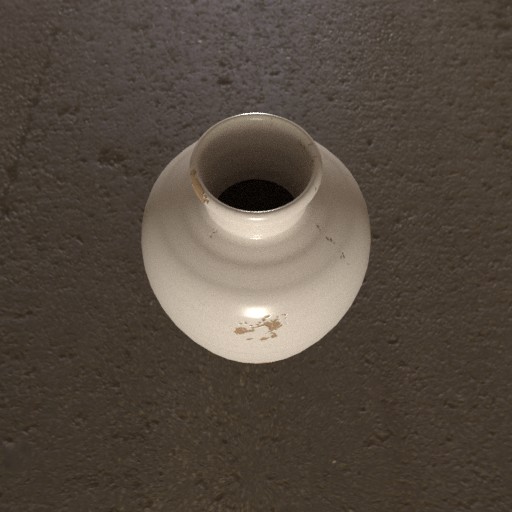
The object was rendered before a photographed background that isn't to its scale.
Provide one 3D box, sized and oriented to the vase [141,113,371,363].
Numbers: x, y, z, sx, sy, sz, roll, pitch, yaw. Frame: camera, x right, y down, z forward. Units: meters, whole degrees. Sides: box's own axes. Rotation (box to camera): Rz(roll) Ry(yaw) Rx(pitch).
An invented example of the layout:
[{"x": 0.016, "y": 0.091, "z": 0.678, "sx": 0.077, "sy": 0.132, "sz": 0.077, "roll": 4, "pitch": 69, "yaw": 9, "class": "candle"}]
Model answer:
[{"x": 0.000, "y": 0.000, "z": 0.337, "sx": 0.158, "sy": 0.228, "sz": 0.158, "roll": 0, "pitch": 64, "yaw": 0, "class": "vase"}]
